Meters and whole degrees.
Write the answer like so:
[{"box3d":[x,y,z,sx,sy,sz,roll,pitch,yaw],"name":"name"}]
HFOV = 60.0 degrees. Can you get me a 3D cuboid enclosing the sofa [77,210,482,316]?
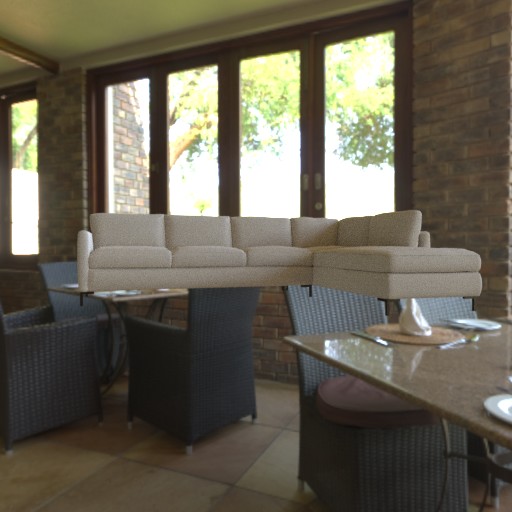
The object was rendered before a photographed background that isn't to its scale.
[{"box3d":[0.000,0.000,3.818,2.949,0.815,2.007,0,1,-17],"name":"sofa"}]
